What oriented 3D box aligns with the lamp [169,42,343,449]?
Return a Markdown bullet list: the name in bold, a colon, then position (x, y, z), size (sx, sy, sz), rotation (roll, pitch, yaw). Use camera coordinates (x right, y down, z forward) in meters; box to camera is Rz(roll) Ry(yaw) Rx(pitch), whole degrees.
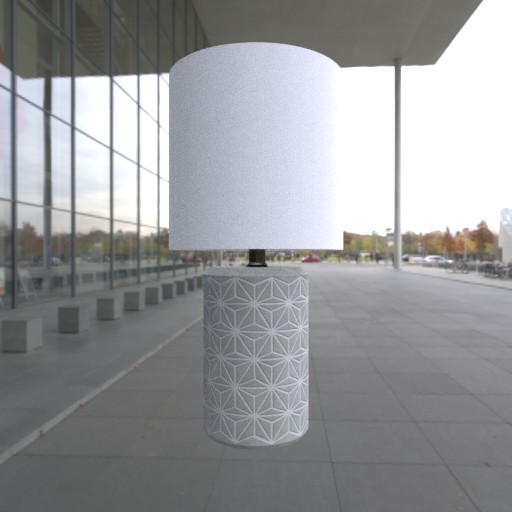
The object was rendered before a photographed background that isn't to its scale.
- **lamp**: position (0.000, 0.000, 0.534), size (0.206, 0.416, 0.206), rotation (0, 0, 20)
